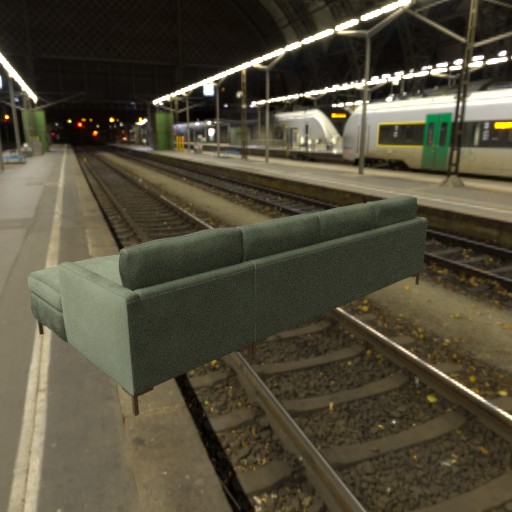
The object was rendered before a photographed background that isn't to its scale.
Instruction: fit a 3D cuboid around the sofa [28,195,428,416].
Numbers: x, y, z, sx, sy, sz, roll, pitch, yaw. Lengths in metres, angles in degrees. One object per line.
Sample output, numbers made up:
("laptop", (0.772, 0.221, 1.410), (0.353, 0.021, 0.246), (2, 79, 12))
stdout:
("sofa", (0.000, 0.000, 3.185), (2.725, 0.756, 1.255), (-14, 20, -42))
